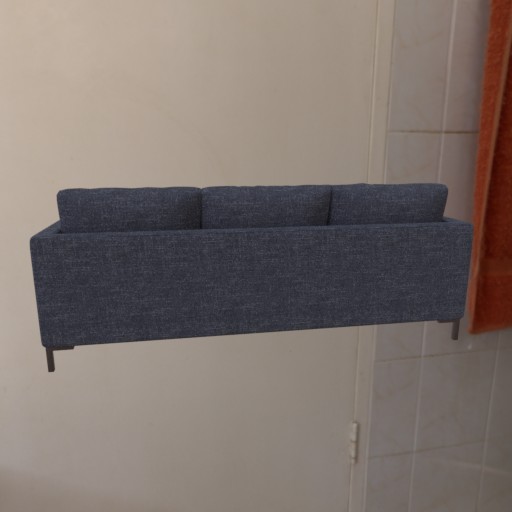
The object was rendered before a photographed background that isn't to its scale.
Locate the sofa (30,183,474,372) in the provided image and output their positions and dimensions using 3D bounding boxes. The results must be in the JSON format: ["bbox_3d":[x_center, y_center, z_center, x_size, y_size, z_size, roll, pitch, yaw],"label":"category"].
[{"bbox_3d":[0.000,0.000,2.615,2.218,0.874,0.859,-2,14,-10],"label":"sofa"}]
